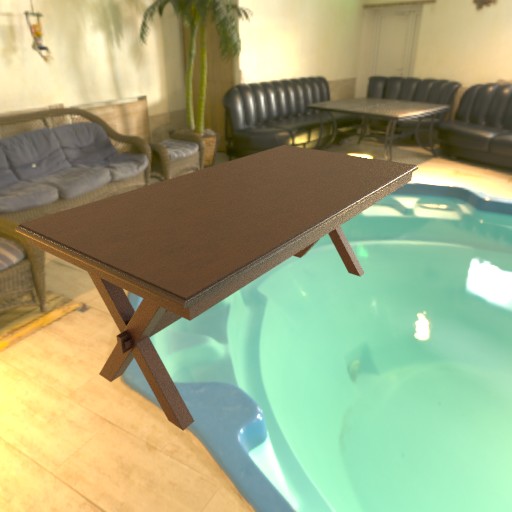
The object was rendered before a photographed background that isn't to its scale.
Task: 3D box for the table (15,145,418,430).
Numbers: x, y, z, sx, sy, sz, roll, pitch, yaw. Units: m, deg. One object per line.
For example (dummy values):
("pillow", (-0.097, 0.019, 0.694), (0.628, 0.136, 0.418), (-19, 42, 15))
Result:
("table", (0.000, 0.000, 1.465), (0.594, 0.459, 1.197), (18, 31, 33))
